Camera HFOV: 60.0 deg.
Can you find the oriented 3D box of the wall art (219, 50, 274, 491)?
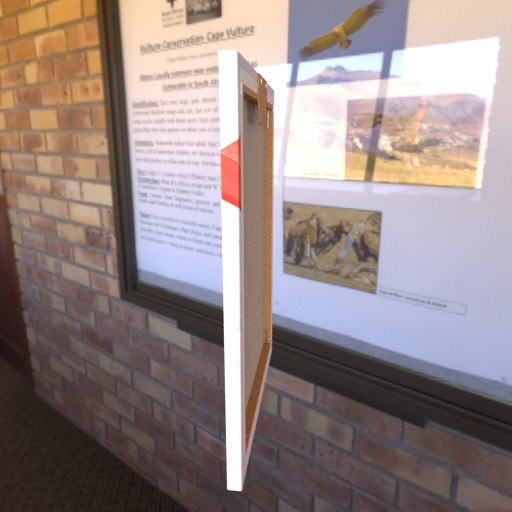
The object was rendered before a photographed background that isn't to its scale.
[{"bbox_3d":[0.000,0.000,1.338,0.045,1.014,0.759,2,15,7],"label":"wall art"}]
